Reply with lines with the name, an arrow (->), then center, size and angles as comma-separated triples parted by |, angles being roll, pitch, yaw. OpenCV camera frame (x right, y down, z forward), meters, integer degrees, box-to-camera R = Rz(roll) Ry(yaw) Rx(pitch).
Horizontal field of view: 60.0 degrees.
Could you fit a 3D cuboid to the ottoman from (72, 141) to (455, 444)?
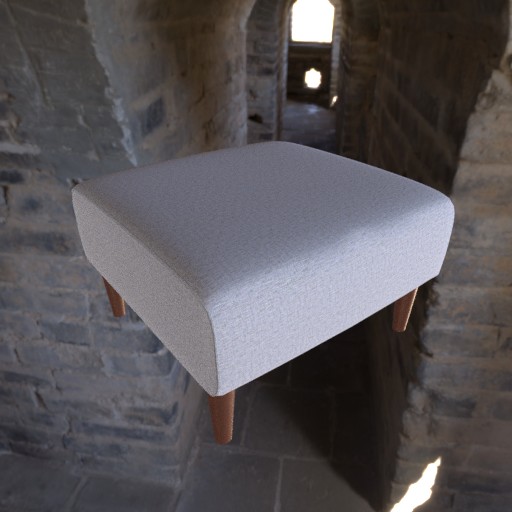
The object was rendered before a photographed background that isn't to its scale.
ottoman -> 0.000, 0.000, 1.089 | 0.655, 0.399, 0.648 | -21, 35, -32
